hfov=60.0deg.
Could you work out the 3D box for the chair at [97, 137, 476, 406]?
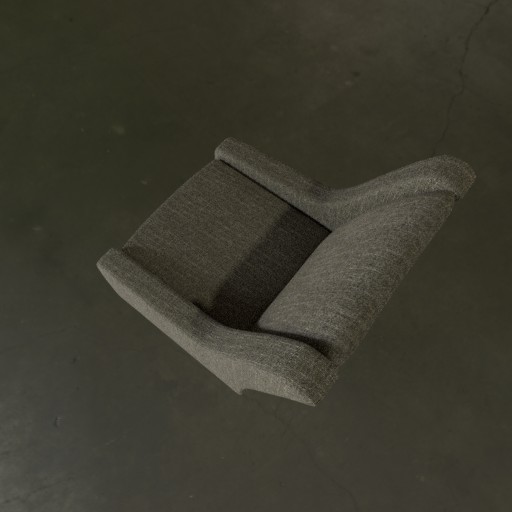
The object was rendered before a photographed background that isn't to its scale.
[{"bbox_3d":[0.000,0.000,1.637,0.944,1.012,0.793,35,69,16],"label":"chair"}]
